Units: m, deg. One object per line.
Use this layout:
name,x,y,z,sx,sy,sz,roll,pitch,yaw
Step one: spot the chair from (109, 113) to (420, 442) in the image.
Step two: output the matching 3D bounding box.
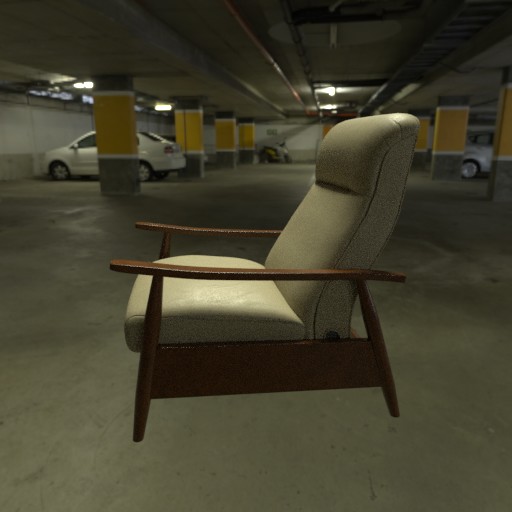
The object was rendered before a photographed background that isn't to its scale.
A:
chair,0.000,0.000,1.789,1.014,1.082,0.762,-2,14,-8
